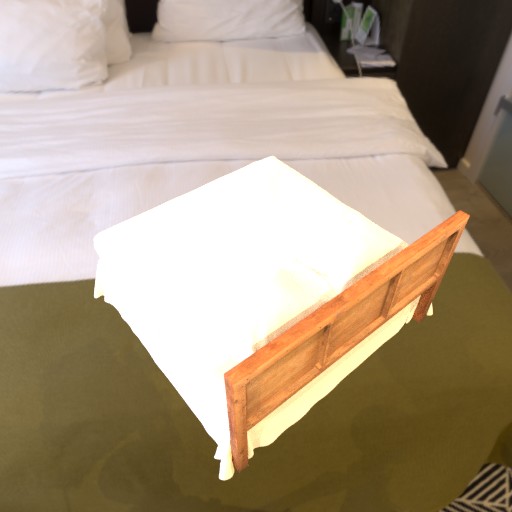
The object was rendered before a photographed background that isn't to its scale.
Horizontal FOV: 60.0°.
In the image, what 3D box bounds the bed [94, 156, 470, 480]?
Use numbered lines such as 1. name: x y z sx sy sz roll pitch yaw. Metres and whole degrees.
1. bed: 0.000 0.000 3.553 2.255 1.158 2.165 -30 52 -27
